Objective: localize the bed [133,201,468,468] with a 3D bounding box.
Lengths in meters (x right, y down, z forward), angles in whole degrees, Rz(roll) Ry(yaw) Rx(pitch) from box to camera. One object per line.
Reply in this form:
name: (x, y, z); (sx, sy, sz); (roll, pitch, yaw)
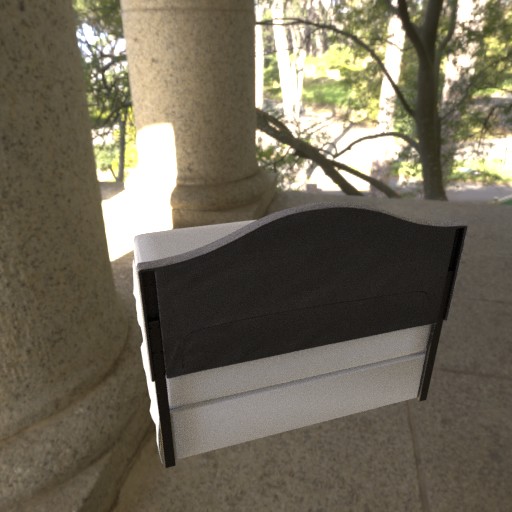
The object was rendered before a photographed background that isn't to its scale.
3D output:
bed: (0.000, 0.000, 2.935); (1.610, 1.295, 1.870); (-8, 26, -16)
